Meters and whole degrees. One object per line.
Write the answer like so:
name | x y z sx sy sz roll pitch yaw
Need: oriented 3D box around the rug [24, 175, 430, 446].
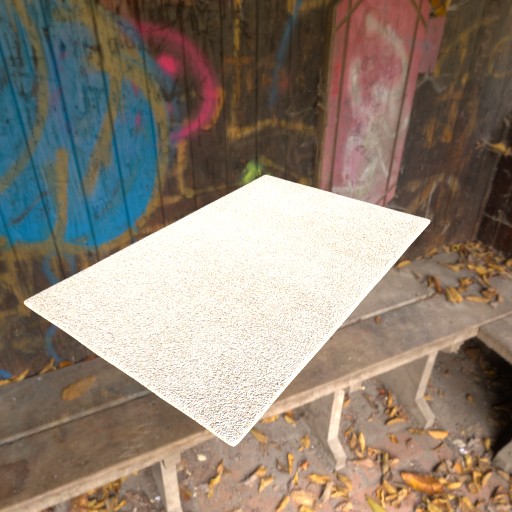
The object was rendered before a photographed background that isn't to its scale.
rug | 0.000 0.000 3.391 1.778 0.030 2.743 22 38 30
